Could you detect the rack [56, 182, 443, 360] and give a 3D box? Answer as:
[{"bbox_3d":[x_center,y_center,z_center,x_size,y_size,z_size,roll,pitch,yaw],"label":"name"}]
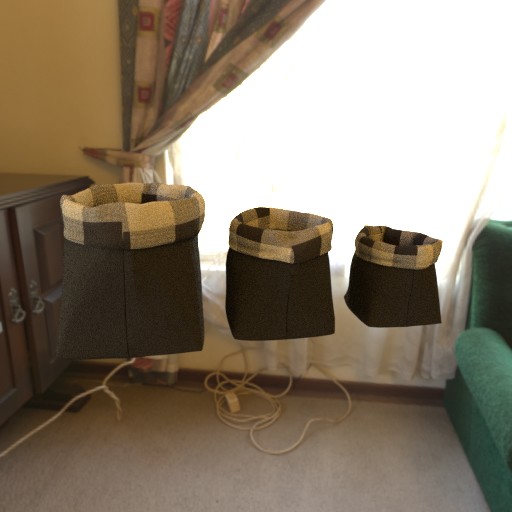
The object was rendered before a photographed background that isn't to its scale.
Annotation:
[{"bbox_3d":[0.000,0.000,1.074,0.889,0.329,0.370,-2,17,-8],"label":"rack"}]
